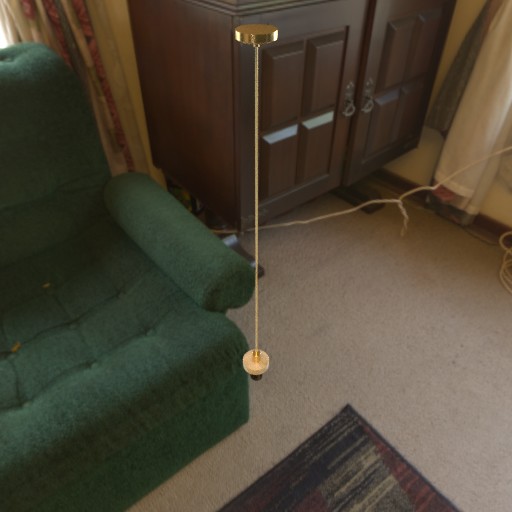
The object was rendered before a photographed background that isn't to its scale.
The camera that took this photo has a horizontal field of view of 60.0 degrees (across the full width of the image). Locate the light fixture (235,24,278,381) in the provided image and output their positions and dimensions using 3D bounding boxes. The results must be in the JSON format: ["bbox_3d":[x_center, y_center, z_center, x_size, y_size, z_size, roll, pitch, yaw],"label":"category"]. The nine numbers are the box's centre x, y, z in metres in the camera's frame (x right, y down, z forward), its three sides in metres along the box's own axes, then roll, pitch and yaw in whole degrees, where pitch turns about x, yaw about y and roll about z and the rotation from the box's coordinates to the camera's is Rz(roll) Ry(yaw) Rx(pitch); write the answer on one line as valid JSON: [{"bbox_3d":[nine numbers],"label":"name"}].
[{"bbox_3d":[0.000,0.000,1.788,0.129,1.669,0.129,23,45,25],"label":"light fixture"}]
